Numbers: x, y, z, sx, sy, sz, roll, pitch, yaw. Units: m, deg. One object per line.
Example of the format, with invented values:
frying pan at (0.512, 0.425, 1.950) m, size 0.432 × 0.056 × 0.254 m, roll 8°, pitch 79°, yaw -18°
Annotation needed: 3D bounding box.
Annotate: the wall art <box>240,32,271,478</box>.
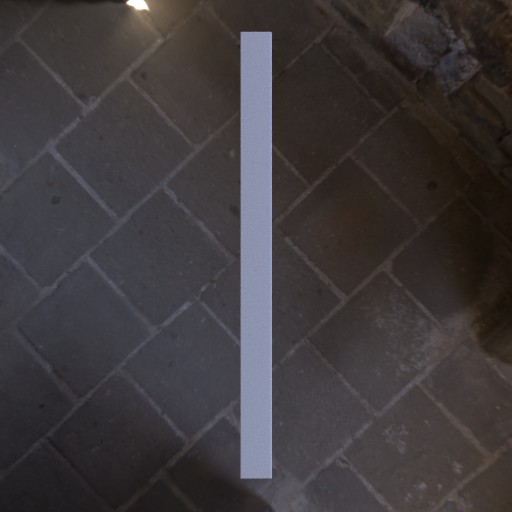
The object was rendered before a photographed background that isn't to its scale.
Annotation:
wall art at (0.000, 0.000, 0.758) m, size 0.035 × 0.507 × 0.508 m, roll 0°, pitch 90°, yaw 0°
